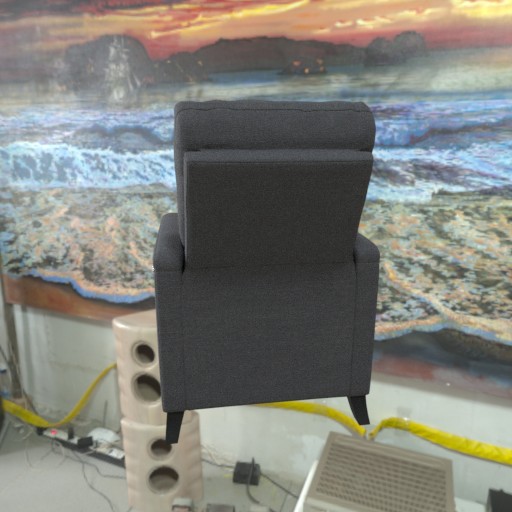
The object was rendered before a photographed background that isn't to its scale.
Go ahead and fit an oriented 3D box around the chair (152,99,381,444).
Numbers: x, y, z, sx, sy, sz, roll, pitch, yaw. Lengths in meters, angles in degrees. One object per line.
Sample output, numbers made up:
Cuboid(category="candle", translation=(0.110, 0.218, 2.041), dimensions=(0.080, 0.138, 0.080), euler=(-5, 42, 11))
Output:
Cuboid(category="chair", translation=(0.000, 0.000, 1.651), dimensions=(0.710, 1.049, 0.922), euler=(-2, 15, -8))
